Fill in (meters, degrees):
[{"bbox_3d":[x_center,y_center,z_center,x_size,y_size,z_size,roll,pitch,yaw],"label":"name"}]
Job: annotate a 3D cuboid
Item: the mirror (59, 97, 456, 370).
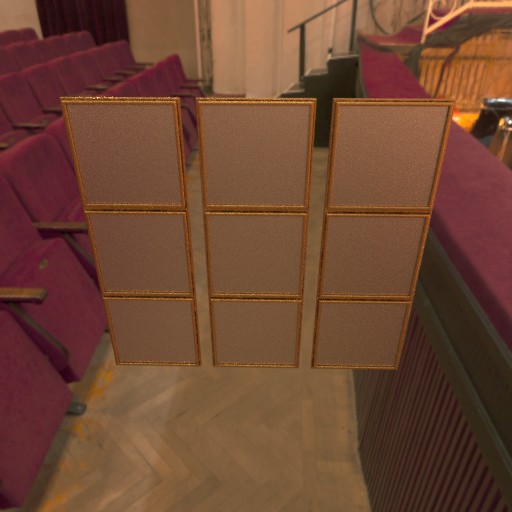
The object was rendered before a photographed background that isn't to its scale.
[{"bbox_3d":[0.000,0.000,1.362,1.011,0.926,0.023,1,30,1],"label":"mirror"}]
